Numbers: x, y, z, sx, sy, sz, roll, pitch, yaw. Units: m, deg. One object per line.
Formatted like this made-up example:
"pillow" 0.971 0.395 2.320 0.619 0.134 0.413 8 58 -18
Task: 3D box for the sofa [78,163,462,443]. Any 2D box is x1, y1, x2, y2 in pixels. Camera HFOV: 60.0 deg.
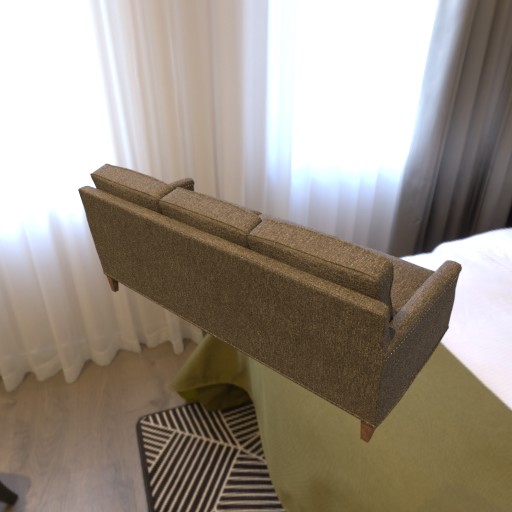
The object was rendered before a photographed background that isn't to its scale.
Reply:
"sofa" 0.000 0.000 2.837 2.246 1.003 1.084 22 36 33
